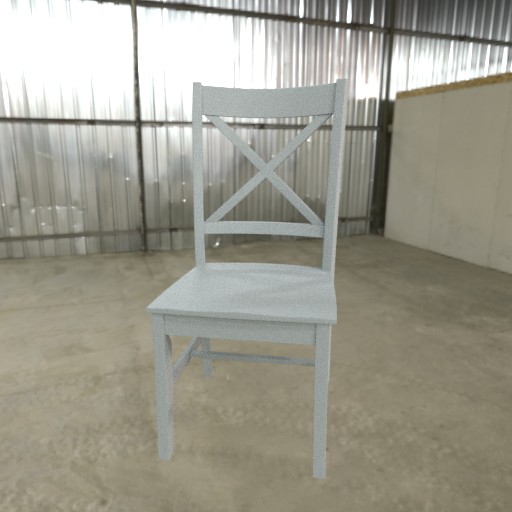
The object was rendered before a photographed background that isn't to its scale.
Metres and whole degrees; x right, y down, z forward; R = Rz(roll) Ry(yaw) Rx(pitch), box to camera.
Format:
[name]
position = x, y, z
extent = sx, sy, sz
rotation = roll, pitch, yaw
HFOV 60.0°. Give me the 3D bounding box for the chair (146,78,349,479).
[chair]
position = 0.000, 0.000, 1.250
extent = 0.485, 0.983, 0.542
rotation = 2, 15, 9
